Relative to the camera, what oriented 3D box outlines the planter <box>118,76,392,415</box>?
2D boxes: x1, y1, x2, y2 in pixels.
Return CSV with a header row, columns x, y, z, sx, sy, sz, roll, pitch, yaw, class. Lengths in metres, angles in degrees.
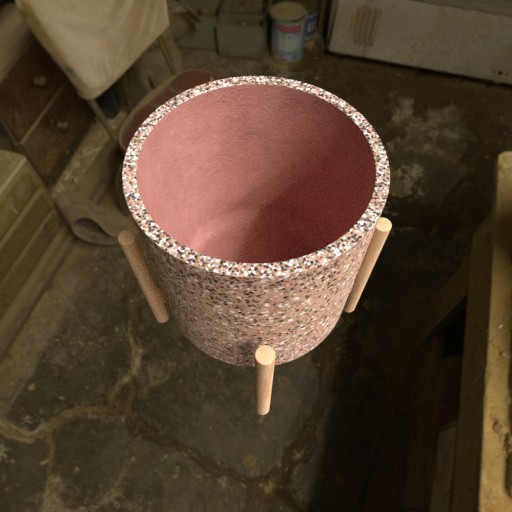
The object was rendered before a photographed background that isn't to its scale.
x,y,z,sx,sy,sz,roll,pitch,yaw,class
0.000,0.000,0.686,0.360,0.419,0.360,16,60,10,planter
